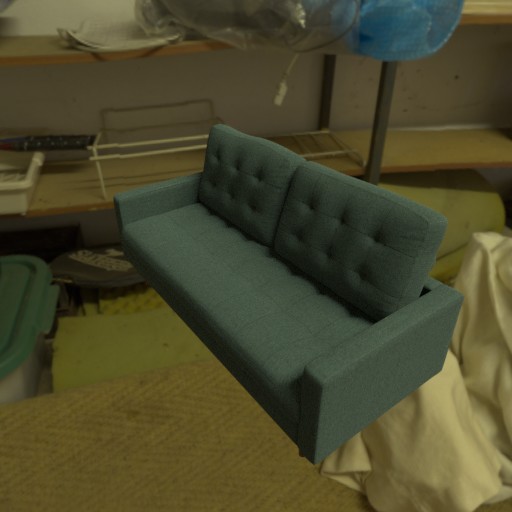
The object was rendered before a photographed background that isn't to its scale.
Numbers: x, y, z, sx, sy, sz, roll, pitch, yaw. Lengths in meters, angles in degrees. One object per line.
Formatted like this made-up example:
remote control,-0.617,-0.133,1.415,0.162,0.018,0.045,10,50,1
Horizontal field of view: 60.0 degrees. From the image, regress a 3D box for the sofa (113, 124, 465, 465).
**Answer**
sofa,0.000,0.000,2.542,0.966,1.050,2.010,-21,38,-30
